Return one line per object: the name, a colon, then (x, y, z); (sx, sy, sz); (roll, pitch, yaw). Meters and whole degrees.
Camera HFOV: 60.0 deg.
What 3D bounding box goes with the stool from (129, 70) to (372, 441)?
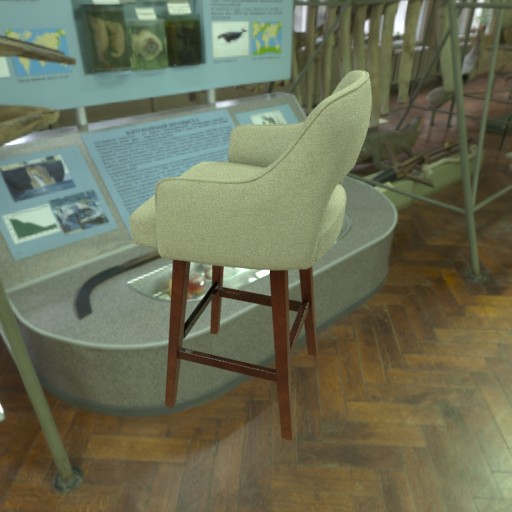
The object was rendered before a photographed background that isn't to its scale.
stool: (0.000, 0.000, 1.341); (0.560, 1.041, 0.550); (9, 32, 15)
